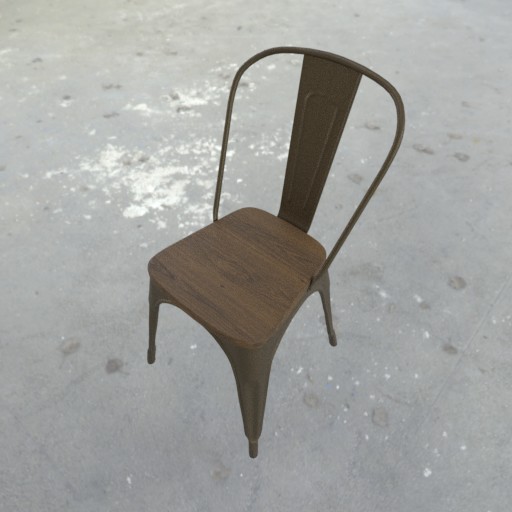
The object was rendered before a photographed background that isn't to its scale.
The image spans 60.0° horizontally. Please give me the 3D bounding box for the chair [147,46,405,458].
[{"bbox_3d":[0.000,0.000,1.120,0.451,0.844,0.532,32,54,27],"label":"chair"}]
